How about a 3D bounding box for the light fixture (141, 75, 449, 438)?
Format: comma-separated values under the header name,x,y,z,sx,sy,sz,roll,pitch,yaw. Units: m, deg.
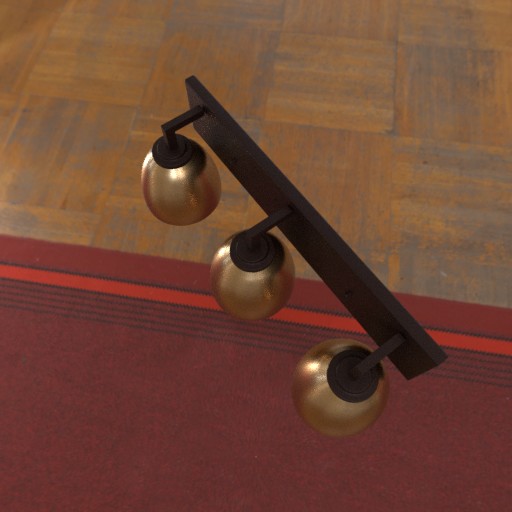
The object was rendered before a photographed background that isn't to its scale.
name,x,y,z,sx,sy,sz,roll,pitch,yaw
light fixture,0.000,0.000,0.673,0.157,0.204,0.582,-34,70,-14
